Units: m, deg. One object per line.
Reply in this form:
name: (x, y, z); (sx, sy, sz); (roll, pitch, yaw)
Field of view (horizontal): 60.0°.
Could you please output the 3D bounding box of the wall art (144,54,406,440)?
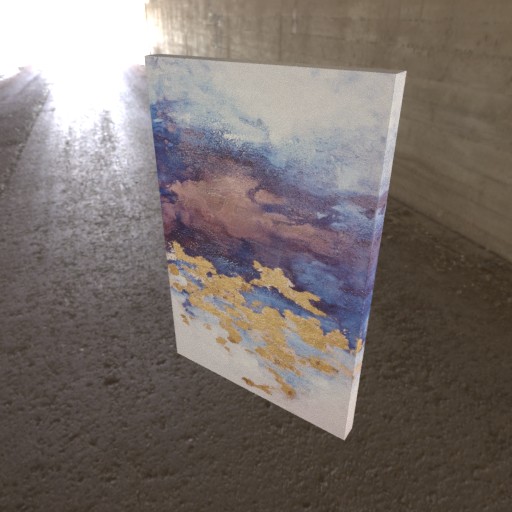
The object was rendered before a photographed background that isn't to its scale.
wall art: (0.000, 0.000, 1.085); (0.583, 0.874, 0.048); (19, 34, 30)
